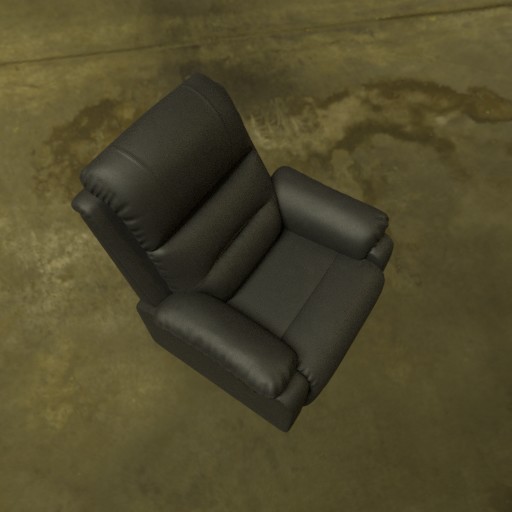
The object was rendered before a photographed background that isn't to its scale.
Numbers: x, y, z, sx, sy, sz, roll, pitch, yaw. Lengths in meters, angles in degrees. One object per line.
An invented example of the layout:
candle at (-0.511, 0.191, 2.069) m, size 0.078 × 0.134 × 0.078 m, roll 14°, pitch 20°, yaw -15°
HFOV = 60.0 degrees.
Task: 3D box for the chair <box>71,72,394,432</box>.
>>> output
chair at (0.000, 0.000, 1.673) m, size 0.919 × 0.992 × 0.855 m, roll 30°, pitch 64°, yaw 17°
